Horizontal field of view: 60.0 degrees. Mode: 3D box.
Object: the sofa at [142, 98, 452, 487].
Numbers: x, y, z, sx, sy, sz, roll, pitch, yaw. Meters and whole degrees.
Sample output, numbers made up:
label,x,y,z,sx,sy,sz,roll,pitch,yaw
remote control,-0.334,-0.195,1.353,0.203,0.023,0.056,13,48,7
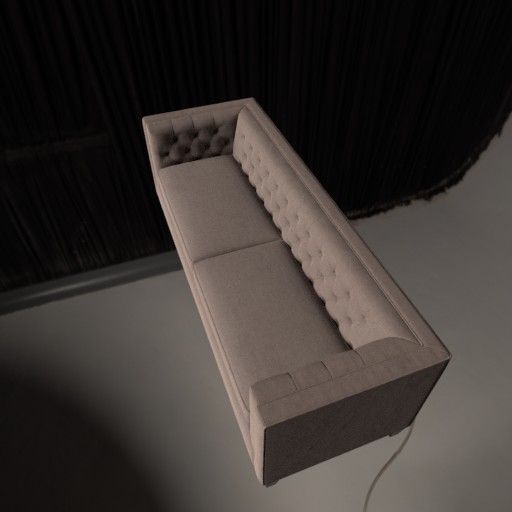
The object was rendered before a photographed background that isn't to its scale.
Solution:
label,x,y,z,sx,sy,sz,roll,pitch,yaw
sofa,0.000,0.000,2.523,0.775,0.762,2.159,-15,48,-14
